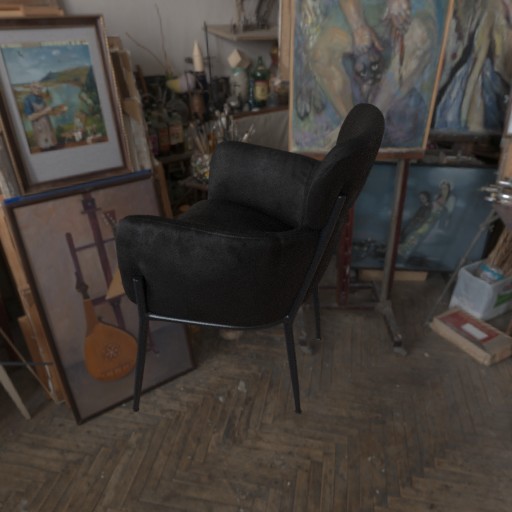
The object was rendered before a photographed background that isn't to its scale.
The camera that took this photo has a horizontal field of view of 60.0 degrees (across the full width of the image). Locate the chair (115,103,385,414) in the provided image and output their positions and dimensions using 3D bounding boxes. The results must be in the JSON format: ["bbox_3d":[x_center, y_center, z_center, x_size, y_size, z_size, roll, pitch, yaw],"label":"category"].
[{"bbox_3d":[0.000,0.000,1.274,0.604,0.818,0.640,9,32,15],"label":"chair"}]
